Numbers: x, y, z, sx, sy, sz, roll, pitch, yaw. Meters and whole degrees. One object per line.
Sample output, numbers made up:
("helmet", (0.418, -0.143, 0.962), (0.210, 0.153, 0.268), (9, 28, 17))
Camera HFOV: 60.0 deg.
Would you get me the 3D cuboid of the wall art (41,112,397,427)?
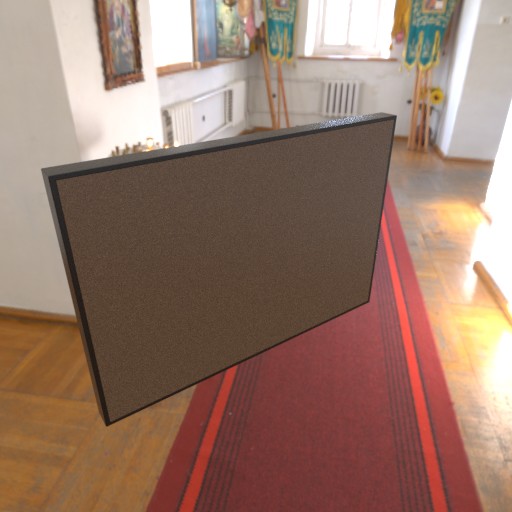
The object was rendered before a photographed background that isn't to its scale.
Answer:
("wall art", (0.000, 0.000, 1.194), (0.939, 0.640, 0.058), (-19, 34, -30))
